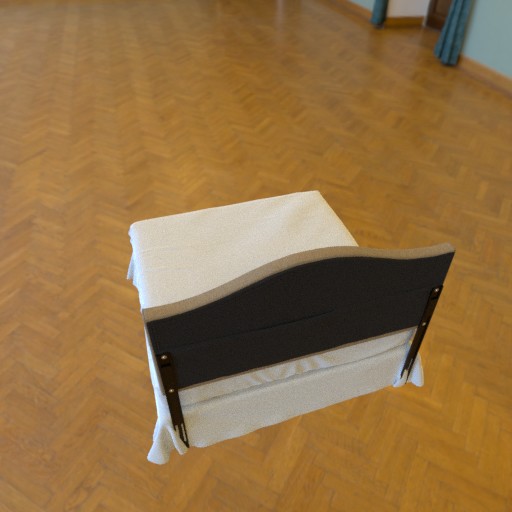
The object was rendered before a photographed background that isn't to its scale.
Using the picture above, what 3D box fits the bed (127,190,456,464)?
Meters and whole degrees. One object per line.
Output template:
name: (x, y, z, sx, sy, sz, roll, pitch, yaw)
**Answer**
bed: (0.000, 0.000, 3.730, 2.311, 1.651, 2.222, -12, 42, -13)
